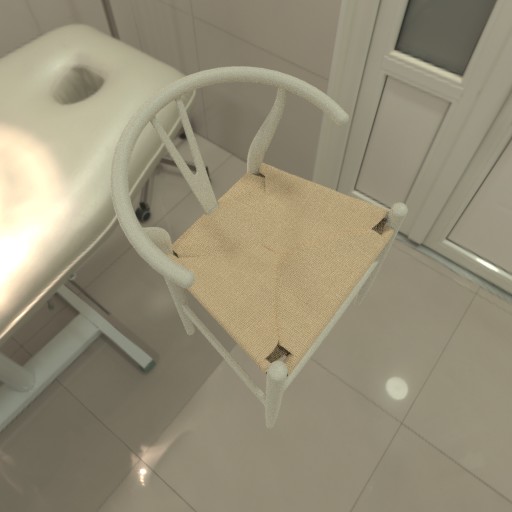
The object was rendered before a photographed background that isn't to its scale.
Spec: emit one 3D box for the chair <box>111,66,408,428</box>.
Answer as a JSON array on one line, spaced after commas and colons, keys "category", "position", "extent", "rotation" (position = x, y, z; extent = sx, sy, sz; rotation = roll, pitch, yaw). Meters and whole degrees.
[{"category": "chair", "position": [0.000, 0.000, 1.096], "extent": [0.500, 0.736, 0.533], "rotation": [33, 64, 19]}]
